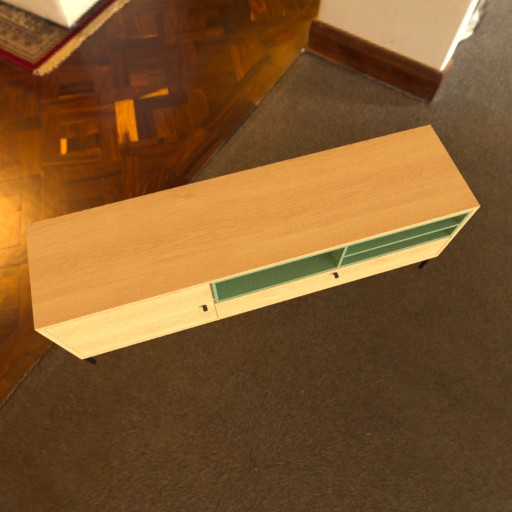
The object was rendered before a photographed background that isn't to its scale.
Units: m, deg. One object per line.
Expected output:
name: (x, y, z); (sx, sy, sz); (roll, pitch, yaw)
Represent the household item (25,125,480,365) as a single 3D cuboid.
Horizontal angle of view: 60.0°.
household item: (0.000, 0.000, 1.777); (1.550, 0.600, 0.400); (-15, 65, -7)
